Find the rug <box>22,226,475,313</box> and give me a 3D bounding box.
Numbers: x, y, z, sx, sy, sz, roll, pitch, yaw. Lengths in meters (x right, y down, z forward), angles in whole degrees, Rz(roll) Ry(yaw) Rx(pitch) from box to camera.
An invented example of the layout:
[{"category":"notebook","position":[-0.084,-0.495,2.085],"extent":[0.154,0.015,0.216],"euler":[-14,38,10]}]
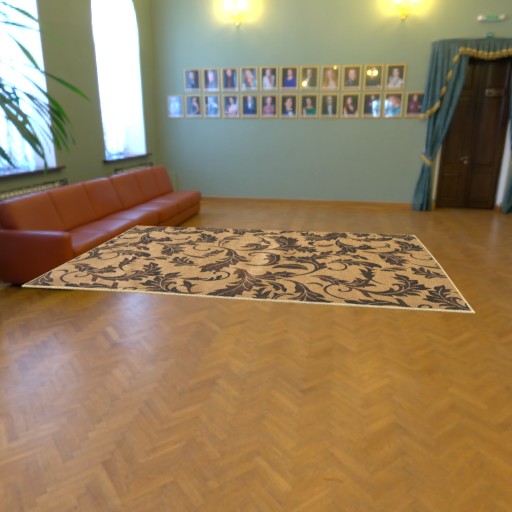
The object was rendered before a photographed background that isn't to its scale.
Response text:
[{"category":"rug","position":[0.000,0.000,2.901],"extent":[2.284,0.008,1.522],"euler":[2,16,8]}]
